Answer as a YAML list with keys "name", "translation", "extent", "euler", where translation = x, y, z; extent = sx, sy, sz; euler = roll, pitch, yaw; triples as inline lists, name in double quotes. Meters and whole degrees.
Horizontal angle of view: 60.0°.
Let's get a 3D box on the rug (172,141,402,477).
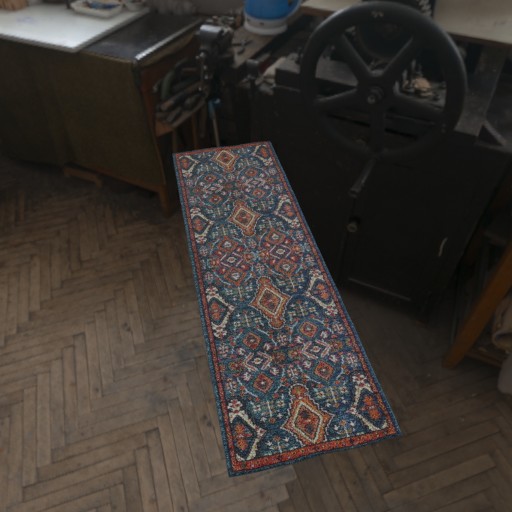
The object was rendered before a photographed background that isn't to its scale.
- name: "rug"
  translation: [0.000, 0.000, 2.749]
  extent: [0.801, 0.010, 2.459]
  euler: [-10, 48, -9]
